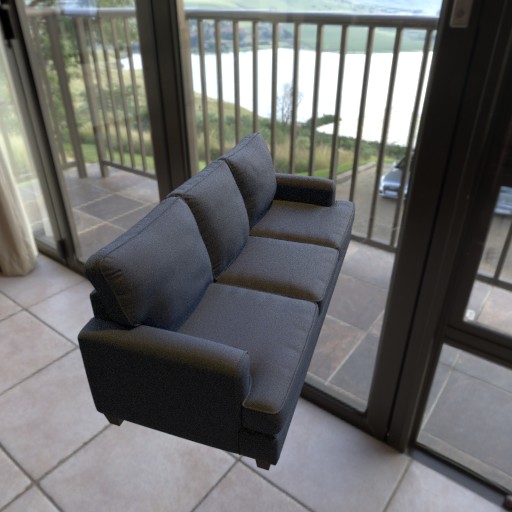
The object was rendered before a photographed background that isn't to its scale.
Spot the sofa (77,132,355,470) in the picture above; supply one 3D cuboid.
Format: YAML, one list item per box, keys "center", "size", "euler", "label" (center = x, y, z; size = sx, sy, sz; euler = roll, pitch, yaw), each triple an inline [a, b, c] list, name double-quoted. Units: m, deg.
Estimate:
- center: [0.000, 0.000, 2.693]
  size: [0.951, 0.965, 2.158]
  euler: [10, 32, 16]
  label: "sofa"
